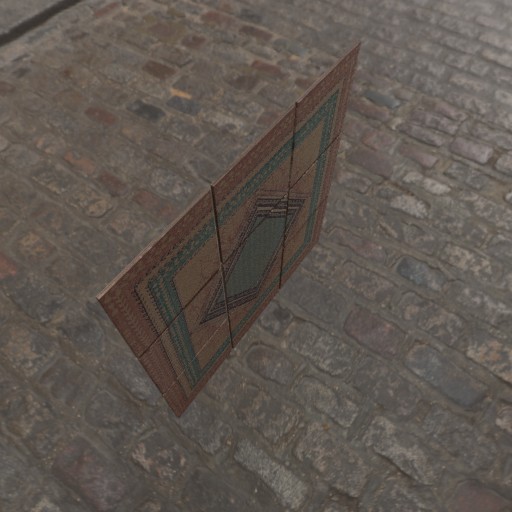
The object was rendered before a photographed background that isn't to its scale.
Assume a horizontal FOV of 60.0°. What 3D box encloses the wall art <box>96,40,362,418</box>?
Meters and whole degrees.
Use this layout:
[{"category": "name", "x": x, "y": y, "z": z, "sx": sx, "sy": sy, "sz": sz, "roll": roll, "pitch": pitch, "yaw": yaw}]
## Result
[{"category": "wall art", "x": 0.000, "y": 0.000, "z": 2.224, "sx": 0.014, "sy": 1.525, "sz": 1.527, "roll": 32, "pitch": 63, "yaw": 18}]
